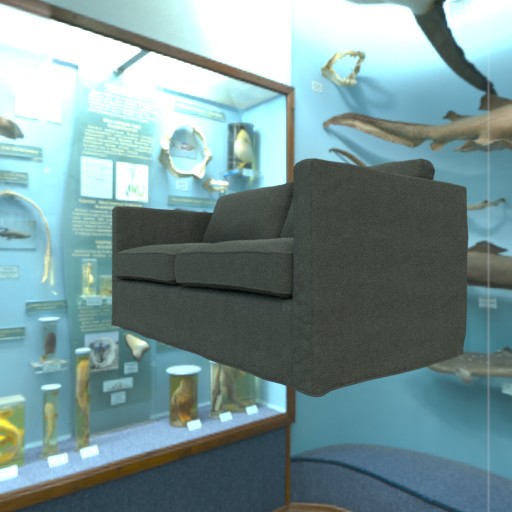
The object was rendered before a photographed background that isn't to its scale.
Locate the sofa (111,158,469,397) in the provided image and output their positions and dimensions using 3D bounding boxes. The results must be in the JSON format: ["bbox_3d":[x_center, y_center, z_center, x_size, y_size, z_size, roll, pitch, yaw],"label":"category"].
[{"bbox_3d":[0.000,0.000,2.321,0.974,0.854,1.802,0,0,-37],"label":"sofa"}]
